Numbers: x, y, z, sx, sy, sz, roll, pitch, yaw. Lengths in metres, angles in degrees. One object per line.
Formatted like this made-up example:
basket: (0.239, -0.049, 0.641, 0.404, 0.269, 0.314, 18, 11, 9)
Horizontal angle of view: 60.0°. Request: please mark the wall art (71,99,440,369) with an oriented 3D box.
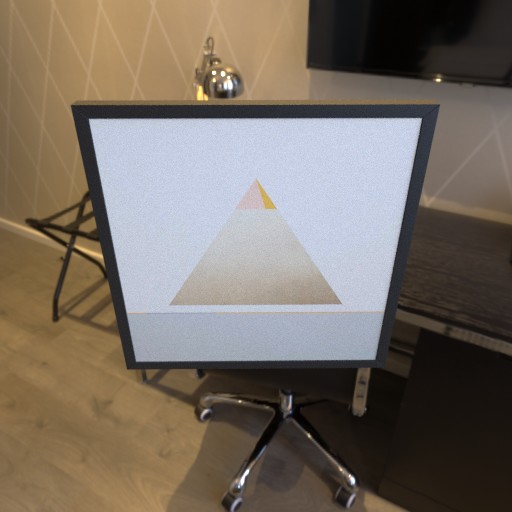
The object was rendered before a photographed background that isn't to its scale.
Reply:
wall art: (0.000, 0.000, 1.141, 0.769, 0.766, 0.042, 0, 32, 0)
